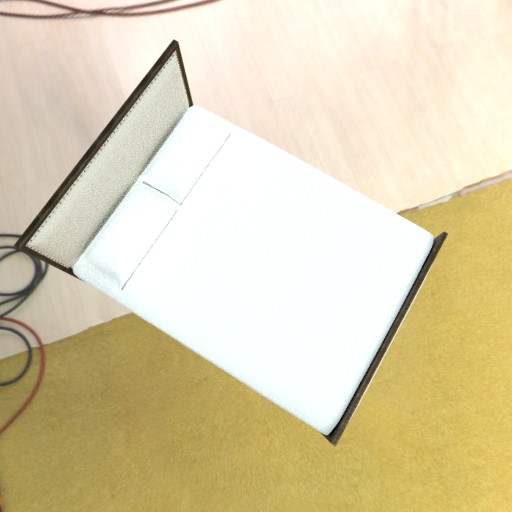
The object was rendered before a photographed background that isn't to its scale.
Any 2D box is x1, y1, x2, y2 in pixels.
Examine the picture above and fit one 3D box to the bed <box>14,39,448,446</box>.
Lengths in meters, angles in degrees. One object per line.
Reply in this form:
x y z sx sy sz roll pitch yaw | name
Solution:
0.000 0.000 3.158 2.221 1.313 1.607 31 78 7 | bed
